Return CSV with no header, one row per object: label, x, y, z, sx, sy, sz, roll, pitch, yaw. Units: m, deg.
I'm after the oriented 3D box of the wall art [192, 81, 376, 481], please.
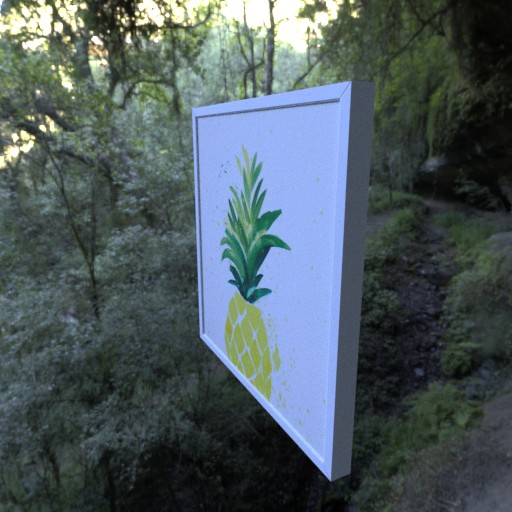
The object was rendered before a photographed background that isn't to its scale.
wall art,0.000,0.000,0.459,0.020,0.307,0.307,-7,17,-26
